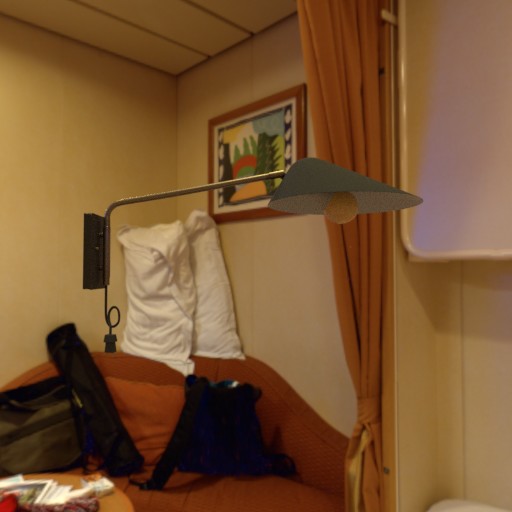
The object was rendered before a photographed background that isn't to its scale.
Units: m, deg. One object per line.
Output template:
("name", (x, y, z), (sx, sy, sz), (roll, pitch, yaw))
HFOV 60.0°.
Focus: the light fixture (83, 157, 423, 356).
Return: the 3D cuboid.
("light fixture", (0.000, 0.000, 0.701), (0.516, 0.312, 0.240), (0, -2, -1))
